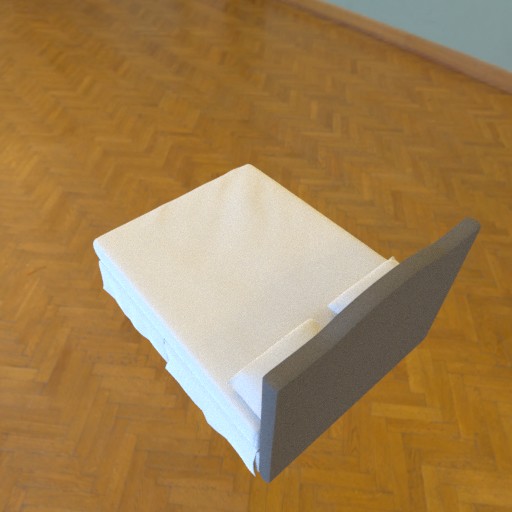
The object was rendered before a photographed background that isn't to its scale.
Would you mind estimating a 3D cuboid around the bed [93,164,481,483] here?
[{"bbox_3d":[0.000,0.000,3.379,1.821,1.436,2.282,-32,54,-26],"label":"bed"}]
